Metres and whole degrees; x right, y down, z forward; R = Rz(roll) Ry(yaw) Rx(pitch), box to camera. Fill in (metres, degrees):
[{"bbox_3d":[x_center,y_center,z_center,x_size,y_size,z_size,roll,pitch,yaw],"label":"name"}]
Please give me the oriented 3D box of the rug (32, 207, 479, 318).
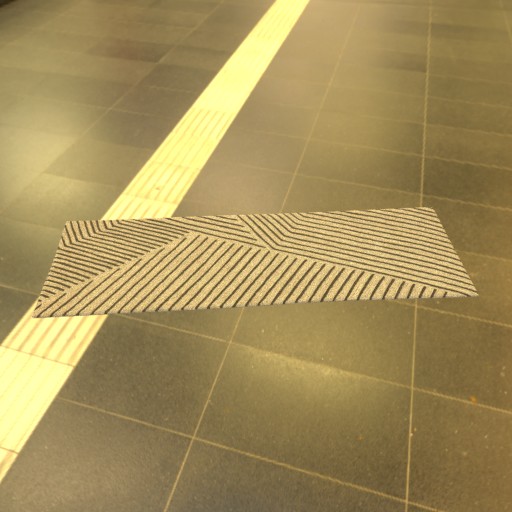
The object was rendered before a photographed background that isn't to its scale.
[{"bbox_3d":[0.000,0.000,2.676,2.439,0.020,0.773,-2,46,-2],"label":"rug"}]
